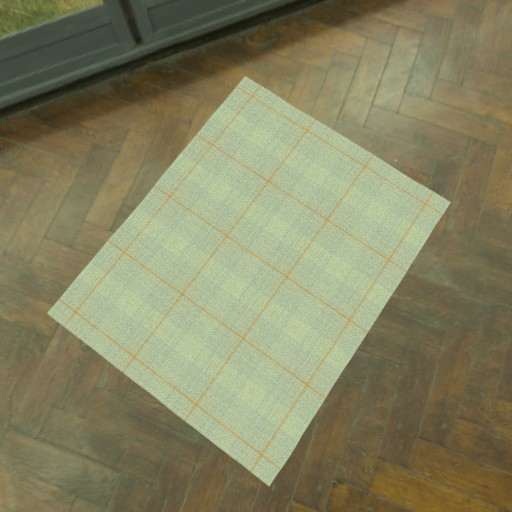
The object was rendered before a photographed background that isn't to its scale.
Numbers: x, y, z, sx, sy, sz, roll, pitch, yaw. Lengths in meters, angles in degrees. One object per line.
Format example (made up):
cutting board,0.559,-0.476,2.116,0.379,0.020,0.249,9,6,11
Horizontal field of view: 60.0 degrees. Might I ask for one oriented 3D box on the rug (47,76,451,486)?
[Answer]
rug,0.000,0.000,4.119,2.448,0.021,3.051,34,78,9
